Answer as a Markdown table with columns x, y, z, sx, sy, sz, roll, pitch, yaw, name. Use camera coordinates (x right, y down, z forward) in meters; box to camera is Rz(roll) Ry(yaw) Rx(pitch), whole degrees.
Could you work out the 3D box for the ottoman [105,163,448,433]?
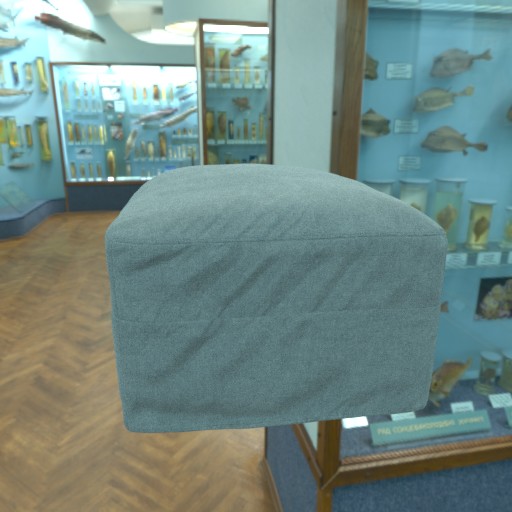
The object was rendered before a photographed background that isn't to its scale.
| x | y | z | sx | sy | sz | roll | pitch | yaw | name |
| --- | --- | --- | --- | --- | --- | --- | --- | --- | --- |
| 0.000 | 0.000 | 1.223 | 0.683 | 0.481 | 0.837 | -3 | 16 | -9 | ottoman |
